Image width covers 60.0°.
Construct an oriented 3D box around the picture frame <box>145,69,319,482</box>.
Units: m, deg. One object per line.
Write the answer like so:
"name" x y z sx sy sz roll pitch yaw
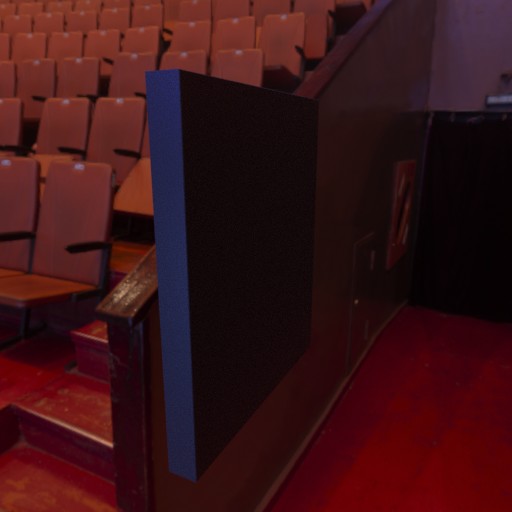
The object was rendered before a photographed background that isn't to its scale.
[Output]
"picture frame" 0.000 0.000 0.536 0.034 0.378 0.328 7 17 26
